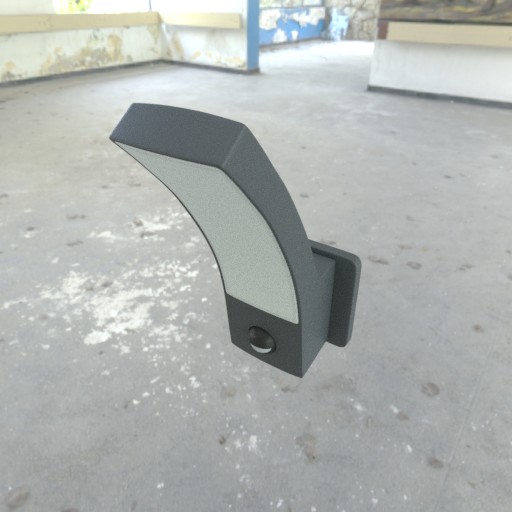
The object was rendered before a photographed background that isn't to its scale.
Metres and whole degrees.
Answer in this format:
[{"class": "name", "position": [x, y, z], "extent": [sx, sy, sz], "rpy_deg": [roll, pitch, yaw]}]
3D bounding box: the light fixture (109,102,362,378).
[{"class": "light fixture", "position": [0.000, 0.000, 0.339], "extent": [0.108, 0.243, 0.174], "rpy_deg": [20, 36, 30]}]
